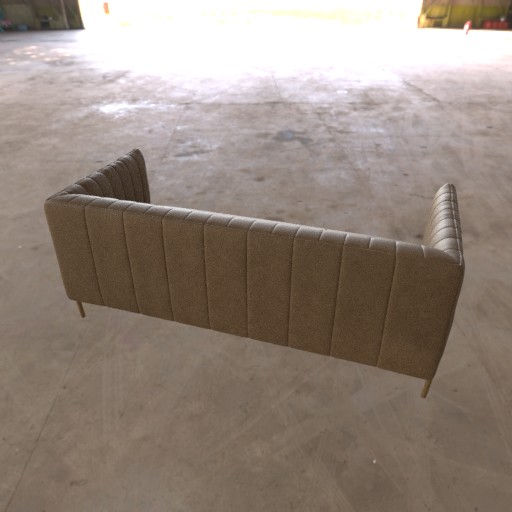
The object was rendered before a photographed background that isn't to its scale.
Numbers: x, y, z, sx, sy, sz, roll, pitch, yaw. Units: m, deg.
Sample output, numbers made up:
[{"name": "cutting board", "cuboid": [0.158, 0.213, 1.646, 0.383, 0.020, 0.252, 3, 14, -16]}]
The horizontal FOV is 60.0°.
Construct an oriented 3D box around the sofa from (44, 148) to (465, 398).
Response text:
[{"name": "sofa", "cuboid": [0.000, 0.000, 2.421, 1.980, 0.779, 0.876, 10, 33, 15]}]
